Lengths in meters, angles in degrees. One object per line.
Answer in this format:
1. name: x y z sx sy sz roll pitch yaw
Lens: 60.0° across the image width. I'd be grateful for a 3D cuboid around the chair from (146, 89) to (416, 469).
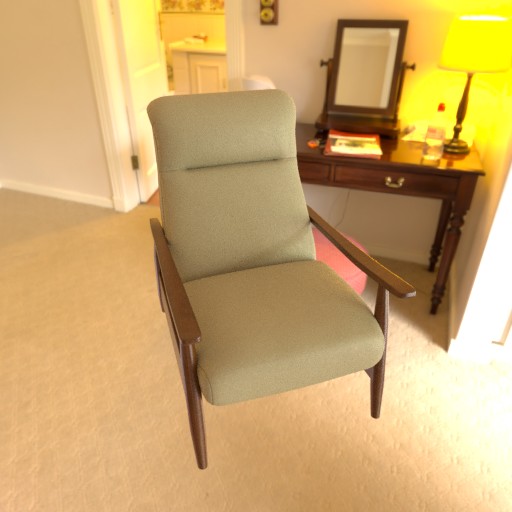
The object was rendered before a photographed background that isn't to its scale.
1. chair: 0.000 0.000 1.772 0.762 1.082 1.014 -10 32 -15
